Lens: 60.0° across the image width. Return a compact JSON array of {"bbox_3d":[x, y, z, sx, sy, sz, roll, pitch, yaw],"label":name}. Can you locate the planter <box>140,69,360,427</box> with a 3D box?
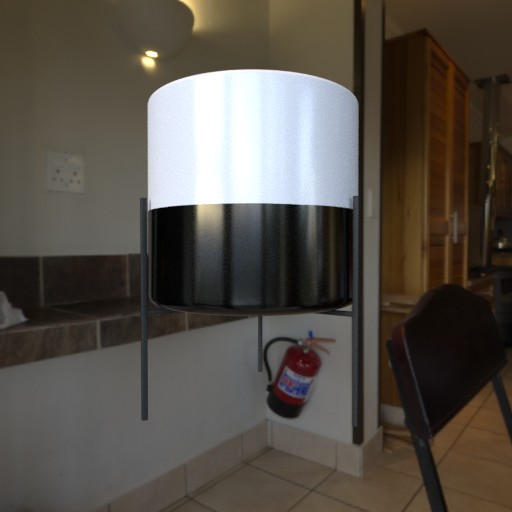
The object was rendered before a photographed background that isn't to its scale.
[{"bbox_3d":[0.000,0.000,0.655,0.310,0.432,0.310,0,1,19],"label":"planter"}]
